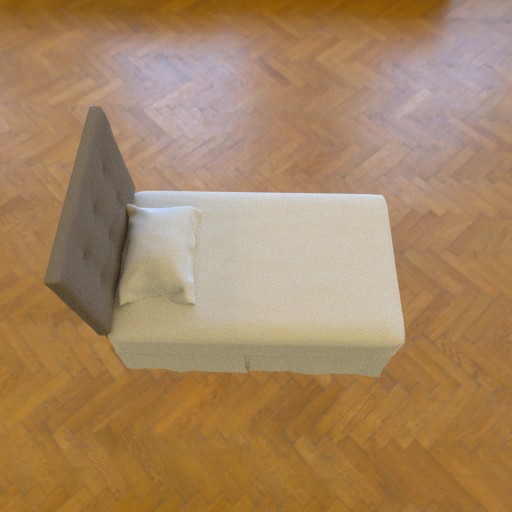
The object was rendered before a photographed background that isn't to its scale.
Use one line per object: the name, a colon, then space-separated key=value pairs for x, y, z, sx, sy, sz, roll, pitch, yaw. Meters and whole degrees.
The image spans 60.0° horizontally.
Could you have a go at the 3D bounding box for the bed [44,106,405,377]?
bed: x=0.000 y=0.000 z=3.002 sx=1.997 sy=1.571 sz=1.261 roll=1 pitch=63 yaw=1
